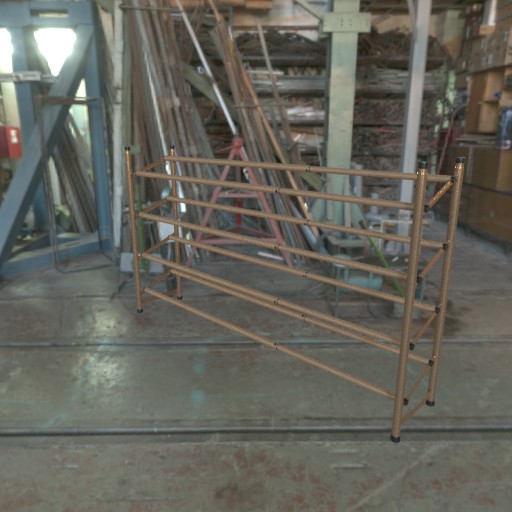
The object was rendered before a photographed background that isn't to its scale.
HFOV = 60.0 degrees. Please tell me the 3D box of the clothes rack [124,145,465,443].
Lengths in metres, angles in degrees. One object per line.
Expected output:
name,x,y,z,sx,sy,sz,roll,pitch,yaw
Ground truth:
clothes rack,0.000,0.000,1.450,1.168,0.672,0.229,15,22,42
